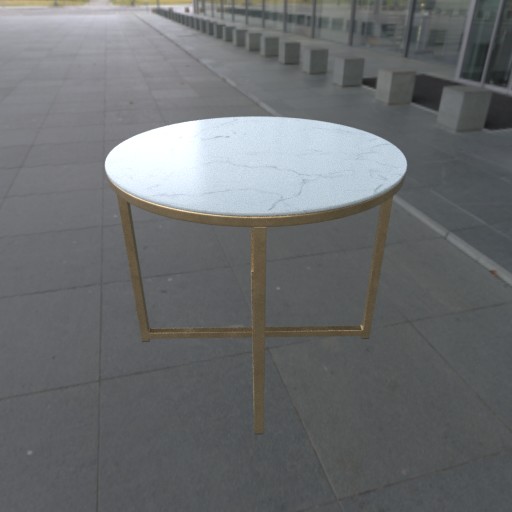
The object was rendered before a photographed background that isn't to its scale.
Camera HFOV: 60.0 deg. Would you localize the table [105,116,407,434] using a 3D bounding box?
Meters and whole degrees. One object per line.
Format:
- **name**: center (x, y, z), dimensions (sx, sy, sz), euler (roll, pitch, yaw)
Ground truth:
- **table**: center (0.000, 0.000, 0.870), dimensions (0.500, 0.420, 0.500), euler (0, 31, 0)
